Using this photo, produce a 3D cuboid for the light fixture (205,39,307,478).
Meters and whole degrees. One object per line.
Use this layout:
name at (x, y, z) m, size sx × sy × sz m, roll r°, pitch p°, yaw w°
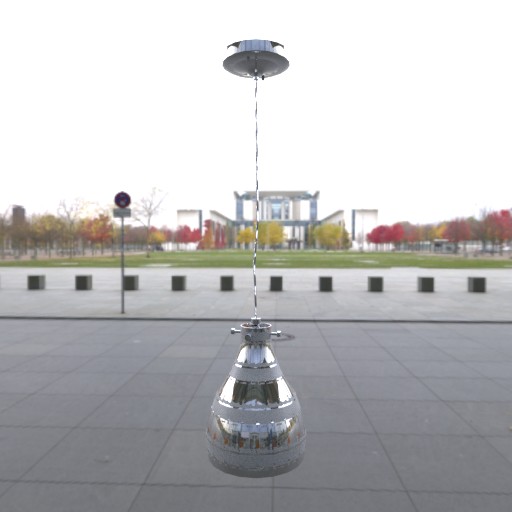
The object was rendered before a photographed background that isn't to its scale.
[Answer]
light fixture at (0.000, 0.000, 1.622) m, size 0.374 × 1.457 × 0.374 m, roll 0°, pitch 1°, yaw 18°
